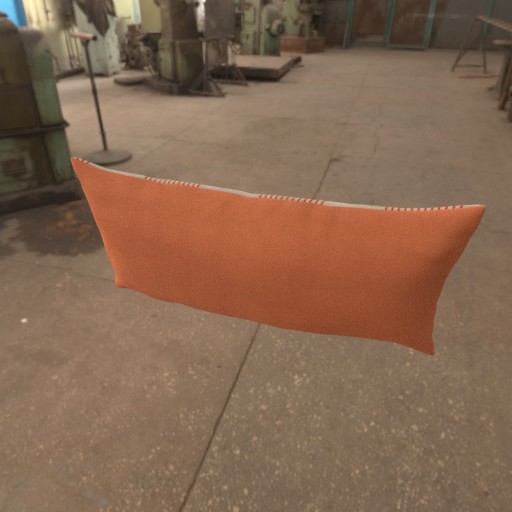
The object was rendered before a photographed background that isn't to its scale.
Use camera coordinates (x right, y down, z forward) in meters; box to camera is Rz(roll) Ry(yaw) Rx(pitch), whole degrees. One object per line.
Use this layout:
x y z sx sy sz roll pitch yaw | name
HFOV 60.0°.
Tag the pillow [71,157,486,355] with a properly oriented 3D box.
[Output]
0.000 0.000 0.719 0.608 0.292 0.156 10 32 16 | pillow
